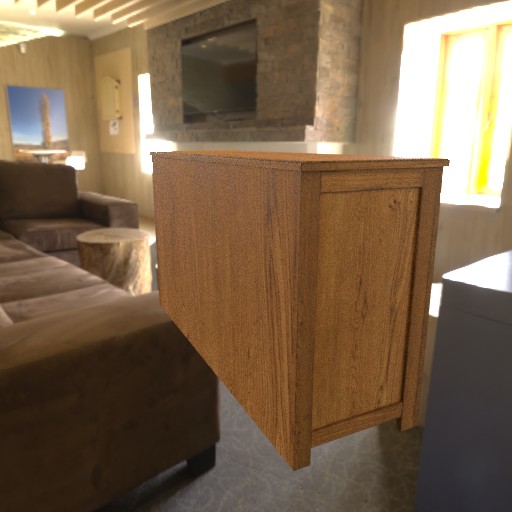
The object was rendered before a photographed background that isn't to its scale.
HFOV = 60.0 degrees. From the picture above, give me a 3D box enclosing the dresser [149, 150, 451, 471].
[{"bbox_3d":[0.000,0.000,2.068,0.563,0.932,1.657,-7,16,-25],"label":"dresser"}]
